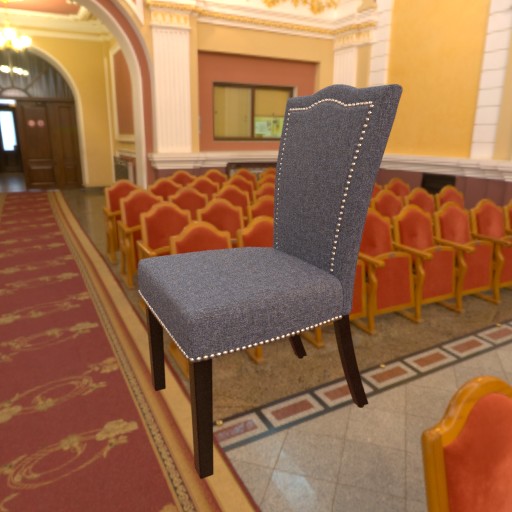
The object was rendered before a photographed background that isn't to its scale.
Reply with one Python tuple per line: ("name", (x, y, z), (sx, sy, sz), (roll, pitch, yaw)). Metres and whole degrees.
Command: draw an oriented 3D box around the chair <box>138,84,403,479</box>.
("chair", (0.000, 0.000, 1.272), (0.589, 0.946, 0.518), (-8, 17, -26))
